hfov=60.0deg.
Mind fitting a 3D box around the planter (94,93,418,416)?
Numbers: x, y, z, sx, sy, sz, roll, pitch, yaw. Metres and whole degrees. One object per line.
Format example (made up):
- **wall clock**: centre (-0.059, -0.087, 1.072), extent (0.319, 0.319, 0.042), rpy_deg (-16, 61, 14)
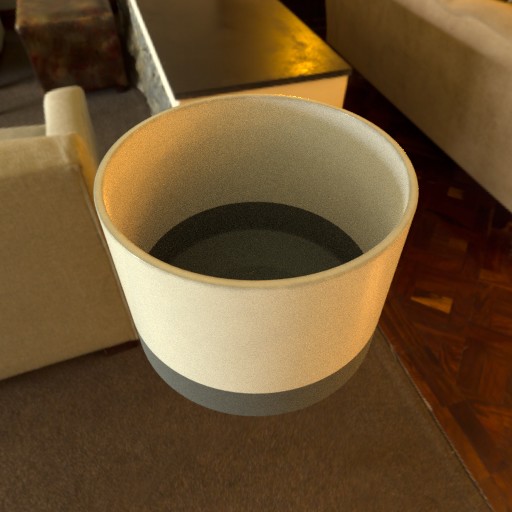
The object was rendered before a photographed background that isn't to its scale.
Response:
- **planter**: centre (0.000, 0.000, 0.218), extent (0.128, 0.105, 0.128), rpy_deg (0, 46, 0)
